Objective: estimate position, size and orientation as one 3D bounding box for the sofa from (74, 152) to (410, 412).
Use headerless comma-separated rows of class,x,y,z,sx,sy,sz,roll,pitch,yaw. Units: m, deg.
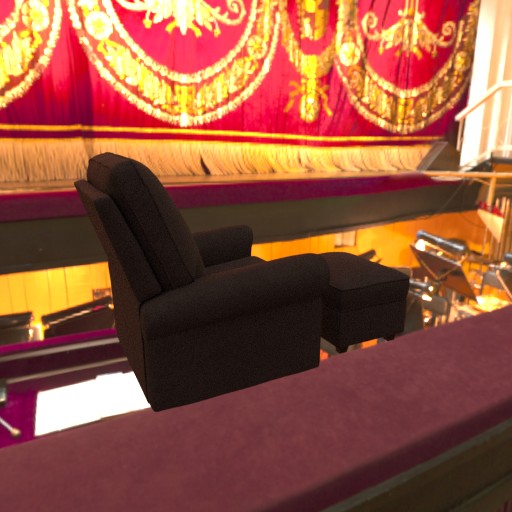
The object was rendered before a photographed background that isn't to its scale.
sofa,0.000,0.000,2.090,1.478,0.959,0.880,-7,17,-26
